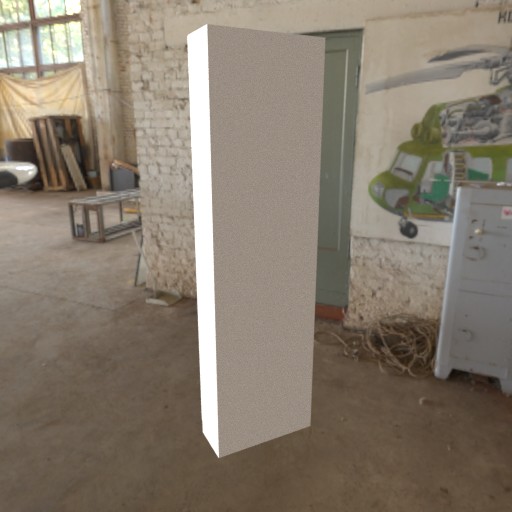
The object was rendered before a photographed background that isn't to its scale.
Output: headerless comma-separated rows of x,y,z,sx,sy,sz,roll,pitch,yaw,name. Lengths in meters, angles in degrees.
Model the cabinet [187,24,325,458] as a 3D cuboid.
0.000,0.000,1.986,0.500,1.790,0.230,-8,18,-26,cabinet
